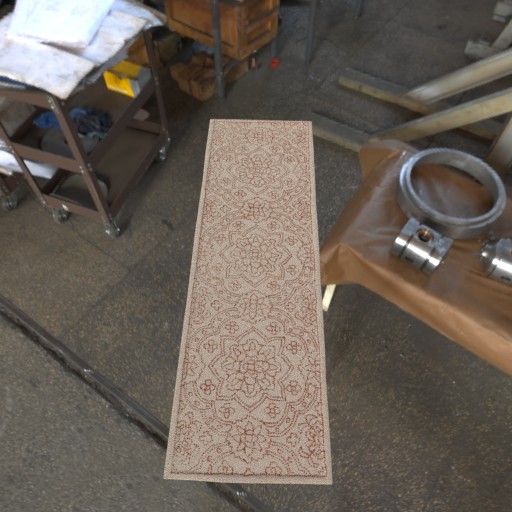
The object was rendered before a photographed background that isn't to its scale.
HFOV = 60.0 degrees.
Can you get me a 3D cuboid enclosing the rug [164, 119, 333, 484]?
[{"bbox_3d":[0.000,0.000,2.667,0.769,0.012,2.448,1,57,1],"label":"rug"}]
